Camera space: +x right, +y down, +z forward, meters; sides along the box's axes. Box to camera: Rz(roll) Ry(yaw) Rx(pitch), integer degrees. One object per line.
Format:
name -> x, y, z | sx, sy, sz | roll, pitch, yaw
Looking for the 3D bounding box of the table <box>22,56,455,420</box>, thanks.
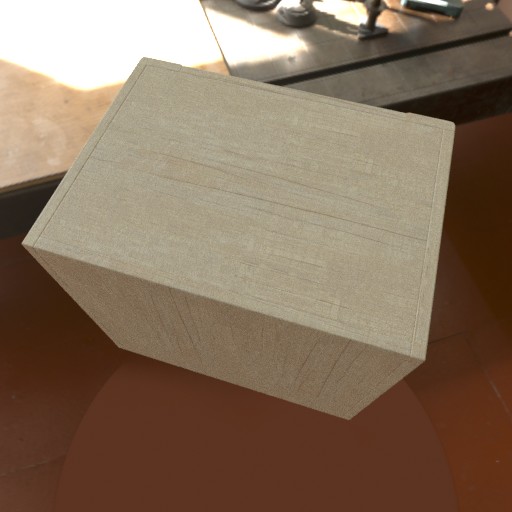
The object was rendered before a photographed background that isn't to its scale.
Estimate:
table -> 0.000, 0.000, 0.909 | 0.570, 0.510, 0.420 | 15, 63, 8
